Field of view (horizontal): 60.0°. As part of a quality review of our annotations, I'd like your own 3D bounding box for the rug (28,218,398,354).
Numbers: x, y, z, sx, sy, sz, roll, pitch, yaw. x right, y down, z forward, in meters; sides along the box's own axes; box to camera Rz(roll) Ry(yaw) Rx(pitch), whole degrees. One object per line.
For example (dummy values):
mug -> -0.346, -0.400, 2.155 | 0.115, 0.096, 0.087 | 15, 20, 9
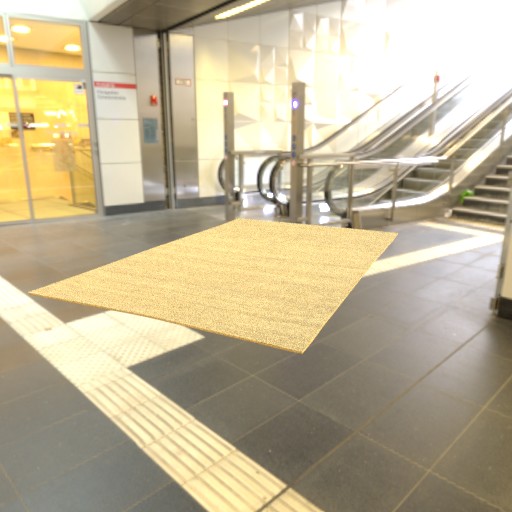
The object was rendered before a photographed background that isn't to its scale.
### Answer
rug -> 0.000, 0.000, 2.336 | 1.179, 0.022, 1.820 | 7, 17, 25
